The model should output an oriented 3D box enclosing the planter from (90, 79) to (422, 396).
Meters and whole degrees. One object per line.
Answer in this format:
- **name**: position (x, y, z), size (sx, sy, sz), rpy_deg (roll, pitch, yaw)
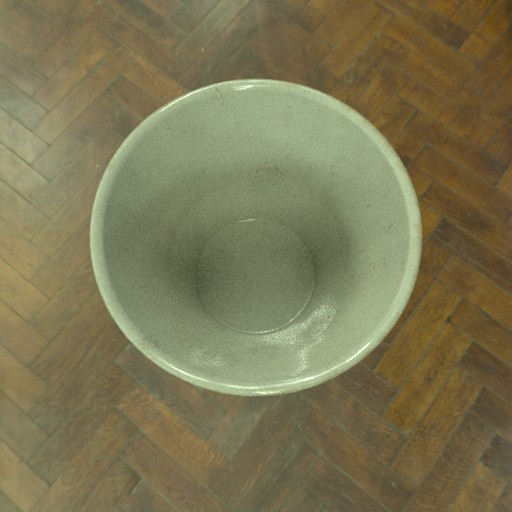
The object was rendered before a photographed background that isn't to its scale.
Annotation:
- **planter**: position (0.000, 0.000, 0.219), size (0.126, 0.104, 0.126), rpy_deg (0, 76, 0)
